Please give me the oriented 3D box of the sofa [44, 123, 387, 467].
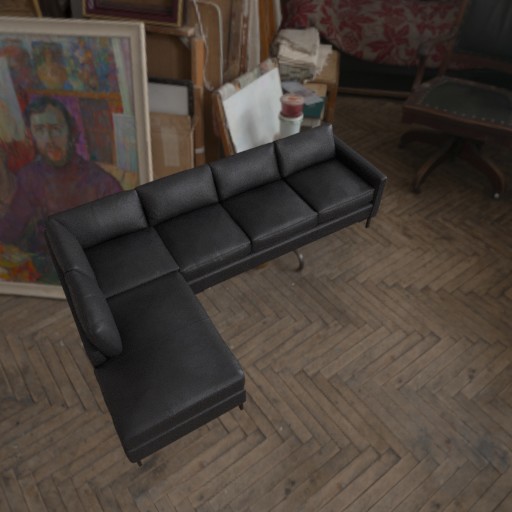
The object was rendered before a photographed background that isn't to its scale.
[{"bbox_3d":[0.000,0.000,3.726,2.984,0.877,1.938,-23,51,-20],"label":"sofa"}]
